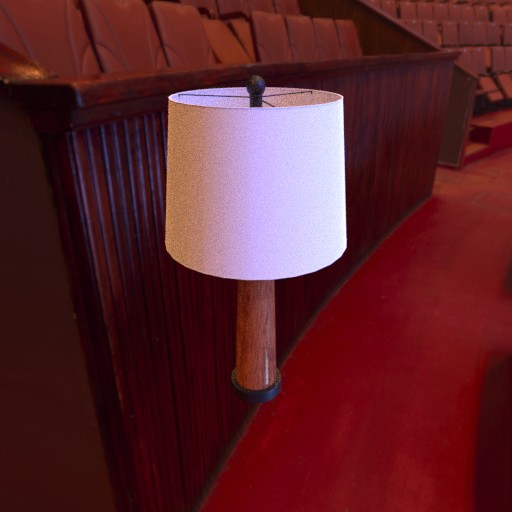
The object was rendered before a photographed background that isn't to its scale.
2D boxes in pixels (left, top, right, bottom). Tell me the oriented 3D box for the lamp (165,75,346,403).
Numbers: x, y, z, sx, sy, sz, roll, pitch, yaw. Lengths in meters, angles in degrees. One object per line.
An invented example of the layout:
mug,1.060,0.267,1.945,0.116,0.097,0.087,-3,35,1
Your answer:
lamp,0.000,0.000,0.883,0.349,0.667,0.349,0,26,0
